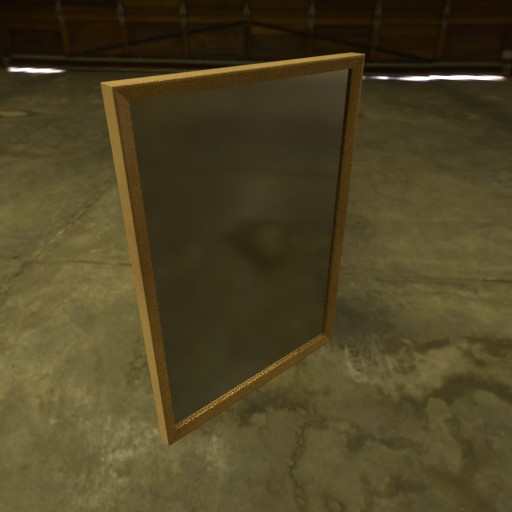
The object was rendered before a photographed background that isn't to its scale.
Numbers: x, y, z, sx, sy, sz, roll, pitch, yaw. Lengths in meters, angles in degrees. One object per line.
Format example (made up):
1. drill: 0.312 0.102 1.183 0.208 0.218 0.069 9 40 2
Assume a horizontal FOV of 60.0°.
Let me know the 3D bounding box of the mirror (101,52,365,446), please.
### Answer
1. mirror: 0.000 0.000 0.892 0.507 0.710 0.039 -23 38 -34
